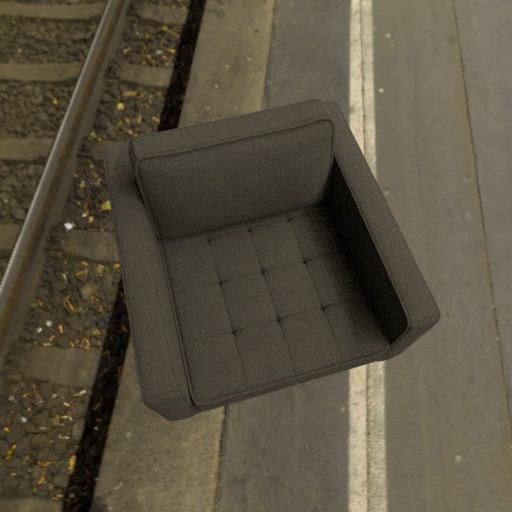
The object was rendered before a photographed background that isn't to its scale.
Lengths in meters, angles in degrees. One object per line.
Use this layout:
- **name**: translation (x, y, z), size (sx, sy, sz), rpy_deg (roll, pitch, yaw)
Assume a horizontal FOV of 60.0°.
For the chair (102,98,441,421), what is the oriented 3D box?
- **chair**: translation (0.000, 0.000, 1.595), size (0.899, 0.770, 0.919), rpy_deg (-14, 64, -7)
